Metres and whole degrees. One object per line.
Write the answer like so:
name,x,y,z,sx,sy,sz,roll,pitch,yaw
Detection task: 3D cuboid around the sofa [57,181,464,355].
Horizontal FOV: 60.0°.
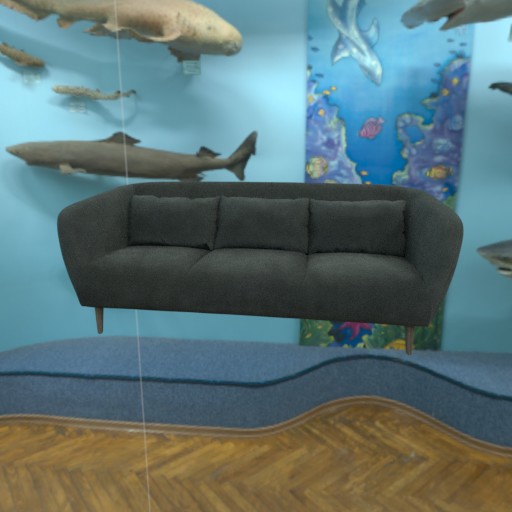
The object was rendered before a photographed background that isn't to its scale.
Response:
sofa,0.000,0.000,2.841,2.296,0.875,0.956,2,14,9
